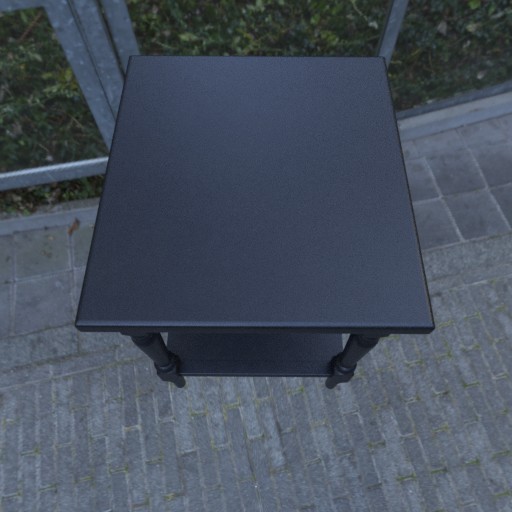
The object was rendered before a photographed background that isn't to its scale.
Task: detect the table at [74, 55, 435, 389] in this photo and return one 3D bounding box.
[{"bbox_3d":[0.000,0.000,0.900,0.442,0.565,0.488,0,63,0],"label":"table"}]
